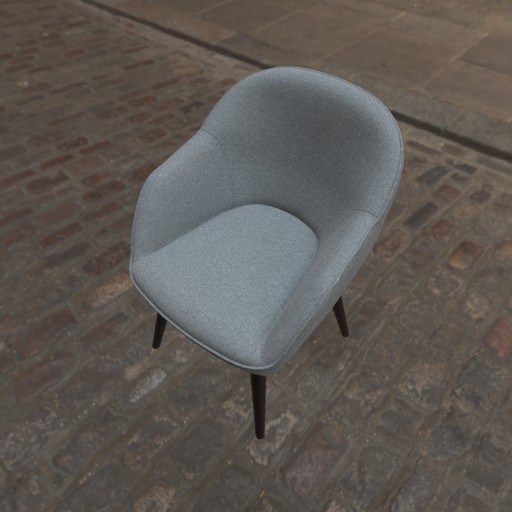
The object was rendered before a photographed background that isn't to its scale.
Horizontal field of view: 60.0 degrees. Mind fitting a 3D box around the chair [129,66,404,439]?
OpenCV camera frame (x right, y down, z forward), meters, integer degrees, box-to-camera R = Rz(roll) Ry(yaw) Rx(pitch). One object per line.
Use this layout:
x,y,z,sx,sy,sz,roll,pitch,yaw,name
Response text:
0.000,0.000,1.232,0.589,0.810,0.611,32,55,26,chair
